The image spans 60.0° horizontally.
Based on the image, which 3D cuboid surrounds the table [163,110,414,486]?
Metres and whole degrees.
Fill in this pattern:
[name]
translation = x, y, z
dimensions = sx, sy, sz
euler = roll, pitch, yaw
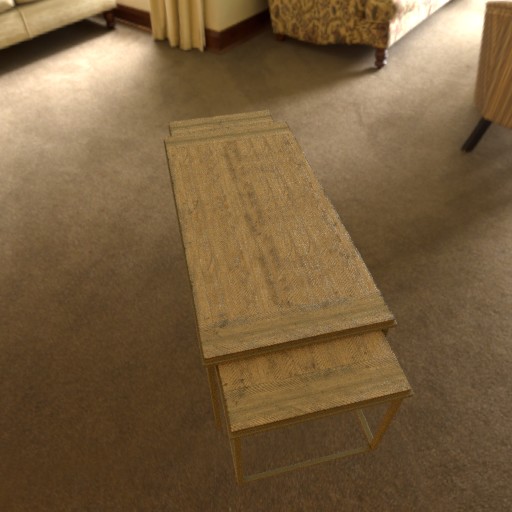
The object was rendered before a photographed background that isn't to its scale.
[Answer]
[table]
translation = 0.000, 0.000, 1.538
dimensions = 0.489, 0.427, 1.312
euler = -10, 48, -9
